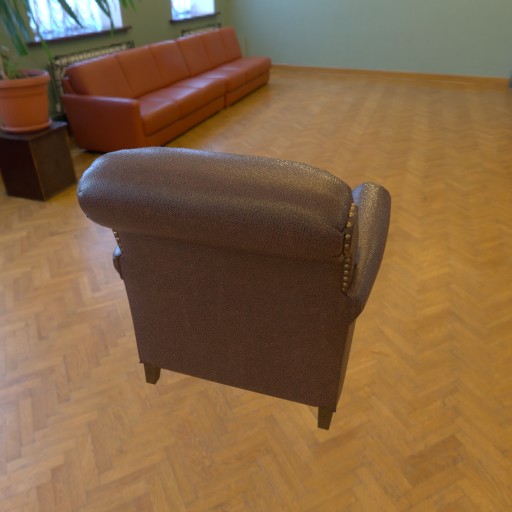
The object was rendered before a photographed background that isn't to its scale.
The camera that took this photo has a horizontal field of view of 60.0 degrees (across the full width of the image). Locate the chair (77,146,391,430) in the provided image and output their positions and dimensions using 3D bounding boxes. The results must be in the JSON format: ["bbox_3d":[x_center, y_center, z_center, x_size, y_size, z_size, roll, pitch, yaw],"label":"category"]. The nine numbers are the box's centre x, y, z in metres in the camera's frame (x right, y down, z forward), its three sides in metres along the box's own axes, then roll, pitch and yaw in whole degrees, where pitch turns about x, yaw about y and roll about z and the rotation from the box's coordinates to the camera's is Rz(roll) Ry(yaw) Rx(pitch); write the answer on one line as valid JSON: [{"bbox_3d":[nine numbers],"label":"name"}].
[{"bbox_3d":[0.000,0.000,1.551,0.854,0.927,0.890,10,33,15],"label":"chair"}]
